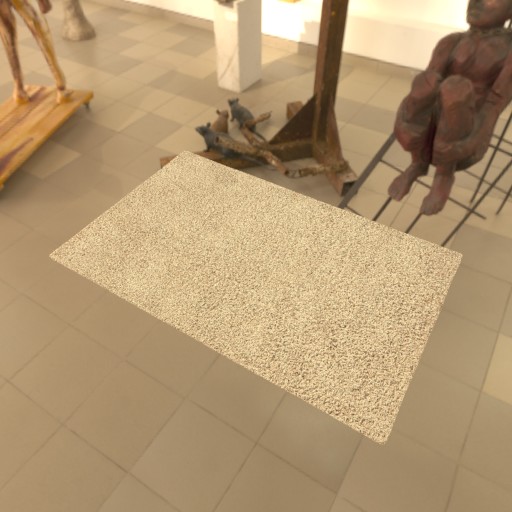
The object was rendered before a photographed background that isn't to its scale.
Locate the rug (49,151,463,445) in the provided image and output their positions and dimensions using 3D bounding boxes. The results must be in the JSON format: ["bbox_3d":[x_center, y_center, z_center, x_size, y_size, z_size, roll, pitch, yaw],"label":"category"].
[{"bbox_3d":[0.000,0.000,3.071,2.438,0.030,1.524,24,51,21],"label":"rug"}]
